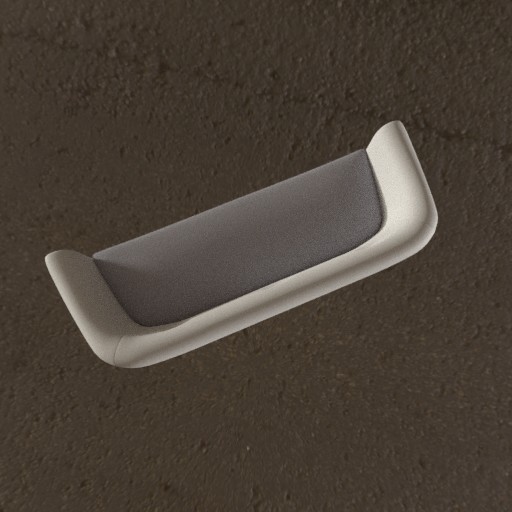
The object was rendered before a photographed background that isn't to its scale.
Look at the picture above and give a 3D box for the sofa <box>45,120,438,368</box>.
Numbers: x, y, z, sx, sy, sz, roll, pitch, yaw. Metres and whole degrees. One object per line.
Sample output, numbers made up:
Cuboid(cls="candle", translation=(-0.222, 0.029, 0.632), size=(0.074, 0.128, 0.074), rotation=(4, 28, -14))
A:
Cuboid(cls="sofa", translation=(0.000, 0.000, 2.602), size=(2.160, 0.795, 0.827), rotation=(-22, 77, -5))
